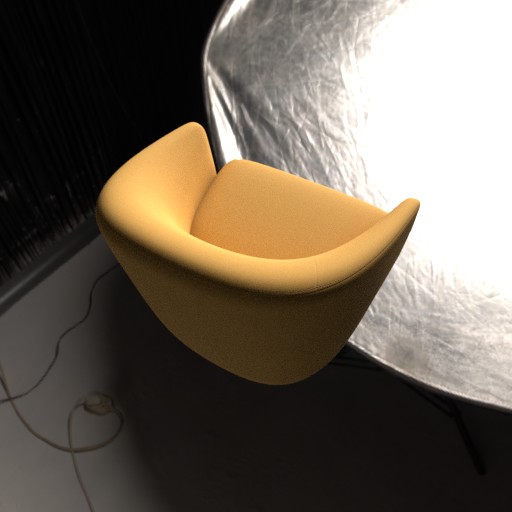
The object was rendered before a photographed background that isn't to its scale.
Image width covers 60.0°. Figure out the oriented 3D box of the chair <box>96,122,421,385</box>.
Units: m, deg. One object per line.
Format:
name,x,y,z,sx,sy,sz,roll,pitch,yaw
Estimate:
chair,0.000,0.000,1.362,0.773,0.698,0.767,24,52,20
